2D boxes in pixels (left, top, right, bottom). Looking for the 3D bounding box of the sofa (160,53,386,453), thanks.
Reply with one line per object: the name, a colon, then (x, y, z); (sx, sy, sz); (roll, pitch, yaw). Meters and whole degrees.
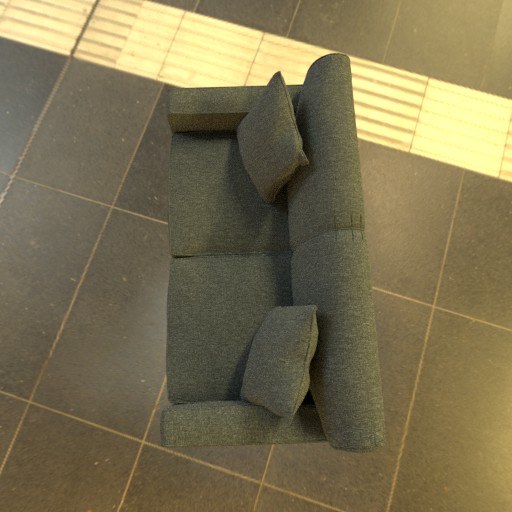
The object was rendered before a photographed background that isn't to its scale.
sofa: (0.000, 0.000, 2.365); (0.998, 0.958, 1.846); (-2, 76, 0)
